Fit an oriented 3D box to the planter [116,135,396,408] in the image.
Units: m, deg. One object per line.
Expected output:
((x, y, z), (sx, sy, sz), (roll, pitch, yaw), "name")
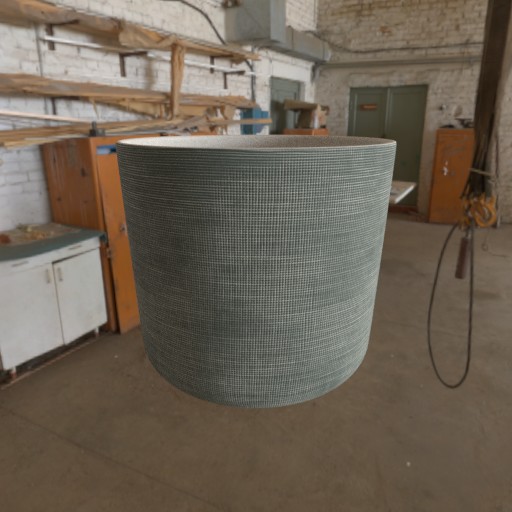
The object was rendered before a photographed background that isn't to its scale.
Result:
((0.000, 0.000, 0.783), (0.440, 0.398, 0.440), (0, 17, 0), "planter")
